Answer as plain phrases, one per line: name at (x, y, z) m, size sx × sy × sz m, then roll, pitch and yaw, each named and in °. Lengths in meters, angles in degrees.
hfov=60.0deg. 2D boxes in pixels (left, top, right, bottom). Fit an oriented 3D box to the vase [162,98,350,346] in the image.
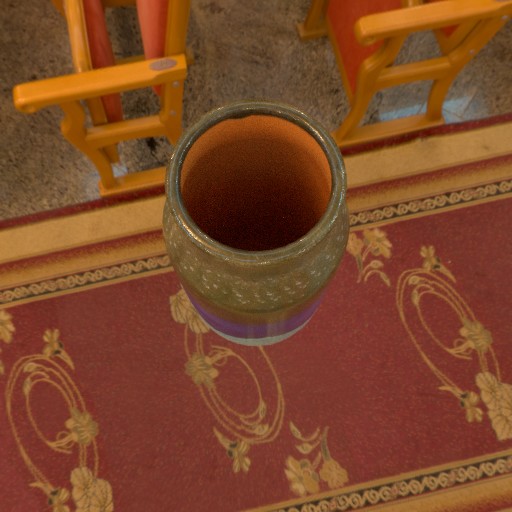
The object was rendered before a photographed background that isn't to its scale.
vase at (0.000, 0.000, 0.374) m, size 0.139 × 0.313 × 0.139 m, roll 0°, pitch 75°, yaw 0°
